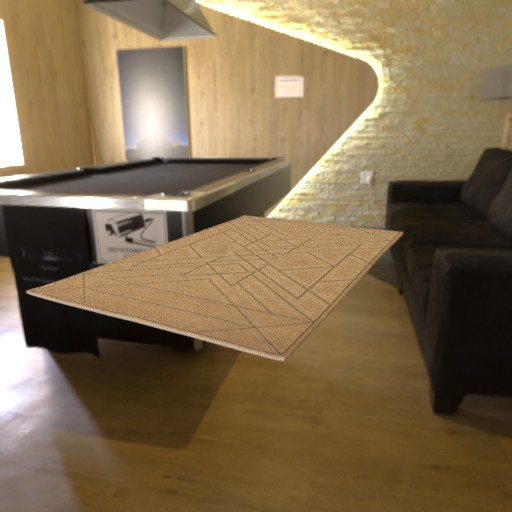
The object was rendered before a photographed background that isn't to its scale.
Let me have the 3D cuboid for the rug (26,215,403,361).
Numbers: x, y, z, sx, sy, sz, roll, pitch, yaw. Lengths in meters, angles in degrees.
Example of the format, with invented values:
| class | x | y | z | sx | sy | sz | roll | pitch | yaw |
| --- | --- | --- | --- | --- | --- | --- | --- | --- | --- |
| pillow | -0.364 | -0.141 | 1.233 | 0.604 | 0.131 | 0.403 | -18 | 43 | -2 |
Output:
| class | x | y | z | sx | sy | sz | roll | pitch | yaw |
| --- | --- | --- | --- | --- | --- | --- | --- | --- | --- |
| rug | 0.000 | 0.000 | 3.121 | 1.575 | 0.023 | 2.459 | 9 | 18 | 27 |
